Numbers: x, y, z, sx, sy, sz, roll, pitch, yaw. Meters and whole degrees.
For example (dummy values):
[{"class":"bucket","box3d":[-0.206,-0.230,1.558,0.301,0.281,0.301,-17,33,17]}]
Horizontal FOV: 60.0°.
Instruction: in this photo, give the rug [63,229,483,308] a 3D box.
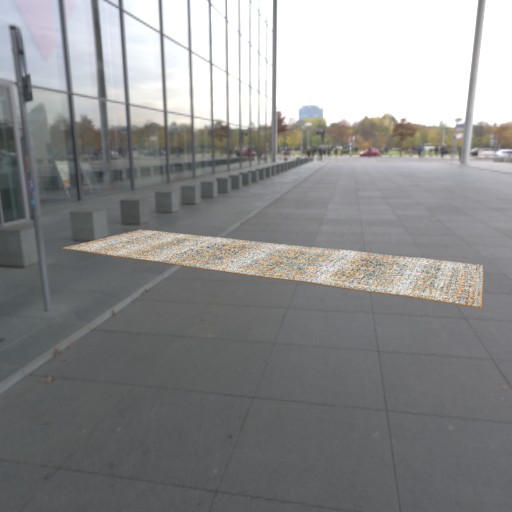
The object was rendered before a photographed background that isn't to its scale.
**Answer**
[{"class":"rug","box3d":[0.000,0.000,2.503,2.294,0.014,0.704,7,15,26]}]
